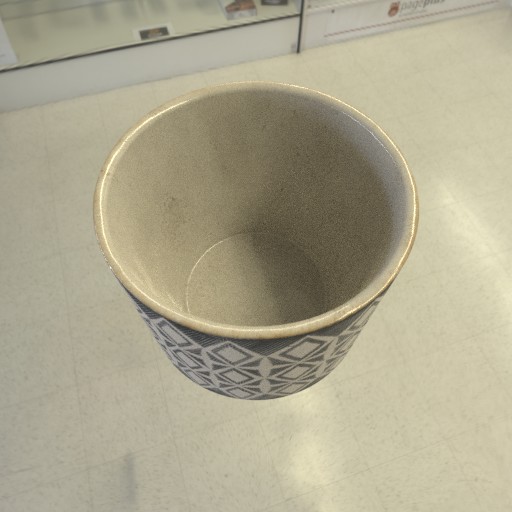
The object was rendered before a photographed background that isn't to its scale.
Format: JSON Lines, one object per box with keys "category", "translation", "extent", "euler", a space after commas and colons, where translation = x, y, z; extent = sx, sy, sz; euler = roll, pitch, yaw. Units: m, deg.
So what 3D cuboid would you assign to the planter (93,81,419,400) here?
{"category": "planter", "translation": [0.000, 0.000, 0.335], "extent": [0.192, 0.165, 0.192], "euler": [0, 59, 0]}
